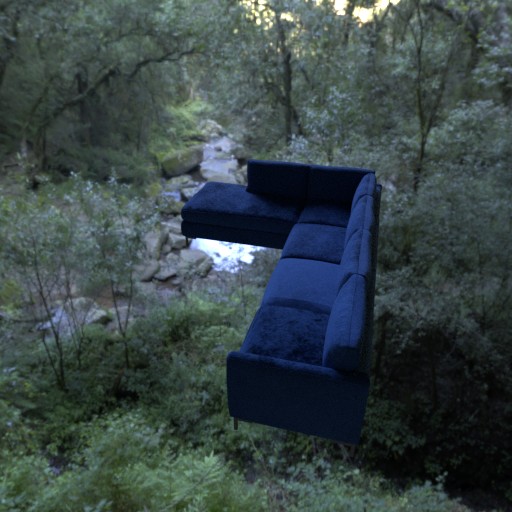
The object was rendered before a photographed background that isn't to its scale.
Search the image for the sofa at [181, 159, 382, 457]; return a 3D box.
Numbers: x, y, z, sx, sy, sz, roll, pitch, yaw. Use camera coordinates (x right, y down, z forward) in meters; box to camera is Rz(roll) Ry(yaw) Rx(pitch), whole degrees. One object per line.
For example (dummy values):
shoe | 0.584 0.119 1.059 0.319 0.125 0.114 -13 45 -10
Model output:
sofa | 0.000 0.000 3.826 2.007 0.815 2.949 8 32 13
